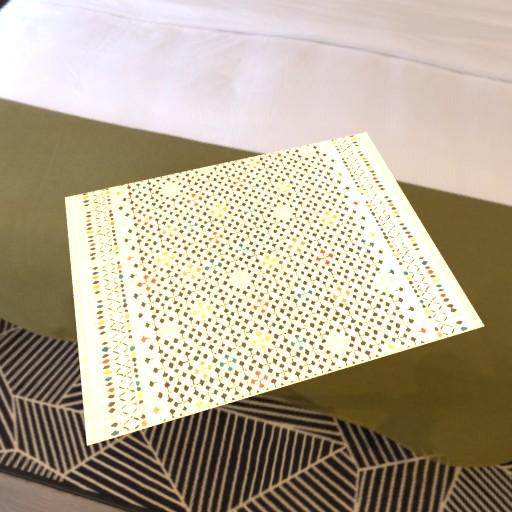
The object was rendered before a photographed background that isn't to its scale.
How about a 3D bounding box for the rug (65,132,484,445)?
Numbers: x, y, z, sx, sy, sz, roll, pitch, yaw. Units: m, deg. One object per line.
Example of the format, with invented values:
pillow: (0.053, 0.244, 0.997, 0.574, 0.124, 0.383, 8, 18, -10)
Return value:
rug: (0.000, 0.000, 1.938, 1.556, 0.006, 1.146, -14, 59, -9)
